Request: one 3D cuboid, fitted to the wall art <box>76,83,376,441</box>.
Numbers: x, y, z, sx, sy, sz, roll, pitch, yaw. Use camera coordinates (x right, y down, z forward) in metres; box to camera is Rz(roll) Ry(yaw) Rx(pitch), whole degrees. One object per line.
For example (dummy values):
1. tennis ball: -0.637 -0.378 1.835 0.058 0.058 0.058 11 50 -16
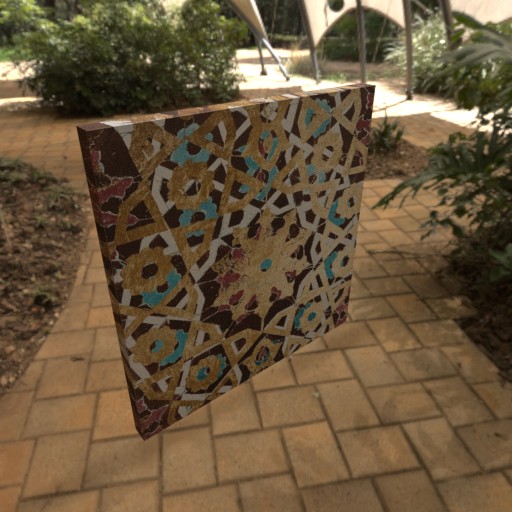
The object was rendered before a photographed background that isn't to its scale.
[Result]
1. wall art: 0.000 0.000 0.914 0.609 0.613 0.041 -22 36 -33
